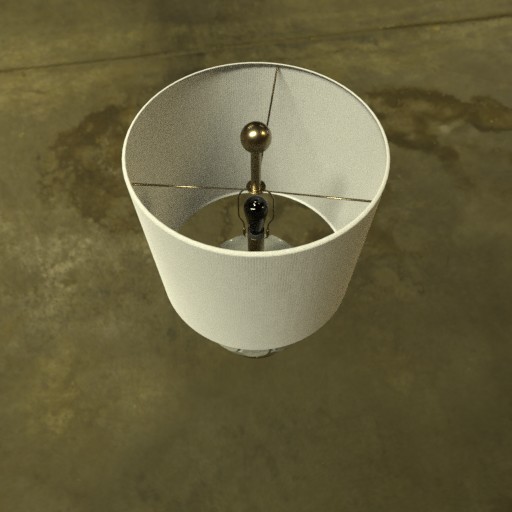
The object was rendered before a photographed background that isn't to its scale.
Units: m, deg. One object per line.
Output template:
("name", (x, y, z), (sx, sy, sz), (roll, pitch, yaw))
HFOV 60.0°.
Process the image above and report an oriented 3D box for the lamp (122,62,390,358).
("lamp", (0.000, 0.000, 0.597), (0.254, 0.452, 0.254), (0, 58, 0))
